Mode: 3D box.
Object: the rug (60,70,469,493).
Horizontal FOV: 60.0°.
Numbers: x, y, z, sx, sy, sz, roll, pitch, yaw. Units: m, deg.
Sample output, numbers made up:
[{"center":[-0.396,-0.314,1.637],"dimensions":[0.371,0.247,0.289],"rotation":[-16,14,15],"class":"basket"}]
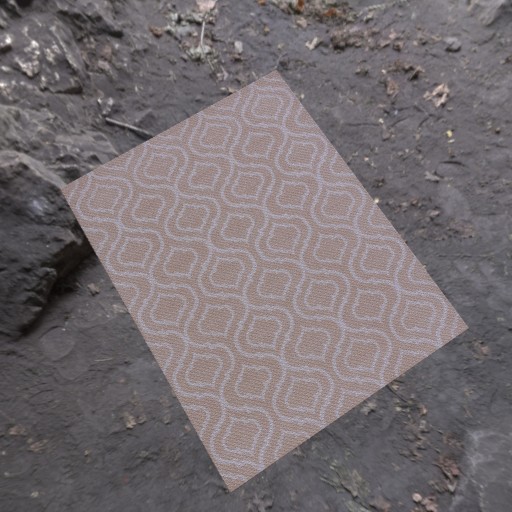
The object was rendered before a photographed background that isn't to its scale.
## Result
[{"center":[0.000,0.000,3.776],"dimensions":[2.286,0.013,2.894],"rotation":[-31,78,-8],"class":"rug"}]
